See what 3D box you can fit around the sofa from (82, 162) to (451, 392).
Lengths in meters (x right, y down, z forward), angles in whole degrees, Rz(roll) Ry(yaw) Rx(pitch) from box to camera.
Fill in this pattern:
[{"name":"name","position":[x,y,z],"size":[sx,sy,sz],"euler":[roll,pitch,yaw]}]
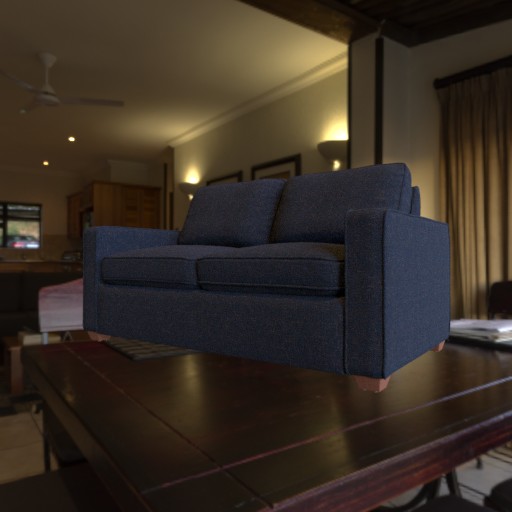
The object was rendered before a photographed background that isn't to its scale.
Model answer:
[{"name":"sofa","position":[0.000,0.000,2.290],"size":[1.709,0.918,0.947],"euler":[0,0,36]}]
